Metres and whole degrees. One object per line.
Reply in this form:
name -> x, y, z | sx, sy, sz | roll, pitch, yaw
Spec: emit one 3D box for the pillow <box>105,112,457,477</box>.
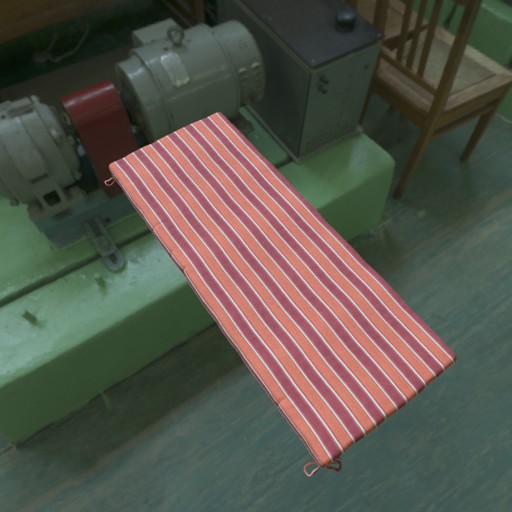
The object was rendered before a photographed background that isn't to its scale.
pillow -> 0.000, 0.000, 1.342 | 0.492, 0.081, 1.187 | -31, 64, -17
